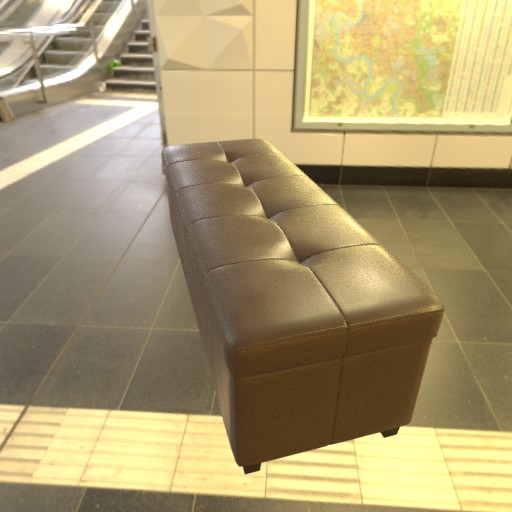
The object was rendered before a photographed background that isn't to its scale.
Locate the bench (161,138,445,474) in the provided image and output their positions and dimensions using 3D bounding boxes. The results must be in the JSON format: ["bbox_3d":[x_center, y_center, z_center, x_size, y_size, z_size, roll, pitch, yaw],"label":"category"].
[{"bbox_3d":[0.000,0.000,1.394,0.450,0.417,1.219,-8,31,-14],"label":"bench"}]
